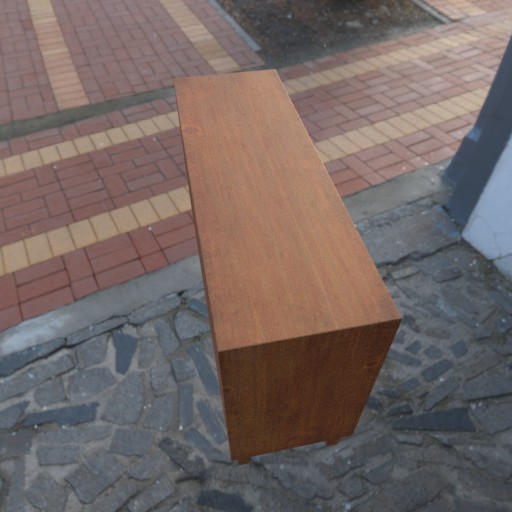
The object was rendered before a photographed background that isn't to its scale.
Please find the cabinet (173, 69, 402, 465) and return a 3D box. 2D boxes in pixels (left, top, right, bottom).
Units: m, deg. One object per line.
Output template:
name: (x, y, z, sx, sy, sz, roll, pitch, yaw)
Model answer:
cabinet: (0.000, 0.000, 1.620, 0.403, 0.805, 1.204, -9, 48, -8)
